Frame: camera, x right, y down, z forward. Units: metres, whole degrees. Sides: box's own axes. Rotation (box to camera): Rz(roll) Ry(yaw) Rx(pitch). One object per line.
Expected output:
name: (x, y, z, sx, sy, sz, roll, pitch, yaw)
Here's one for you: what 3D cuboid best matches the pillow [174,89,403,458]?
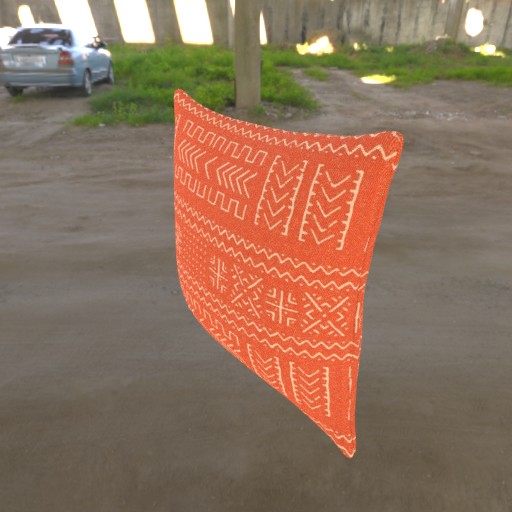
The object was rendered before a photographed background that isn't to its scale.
pillow: (0.000, 0.000, 0.650, 0.164, 0.429, 0.438, -19, 33, -32)
